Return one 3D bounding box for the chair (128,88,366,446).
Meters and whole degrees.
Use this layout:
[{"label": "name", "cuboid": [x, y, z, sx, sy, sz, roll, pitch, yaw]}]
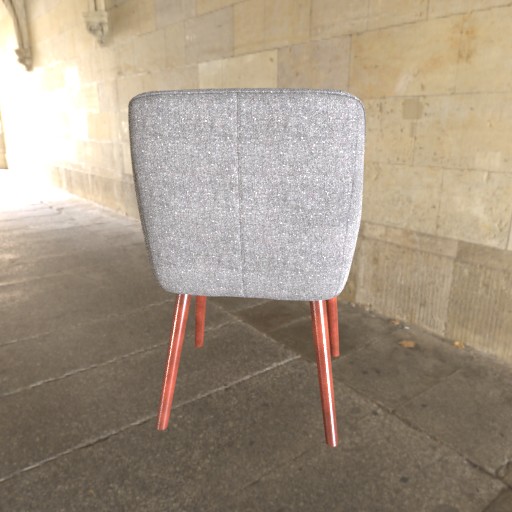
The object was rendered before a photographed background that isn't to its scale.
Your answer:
[{"label": "chair", "cuboid": [0.000, 0.000, 1.180, 0.543, 0.803, 0.519, 2, 17, 8]}]
